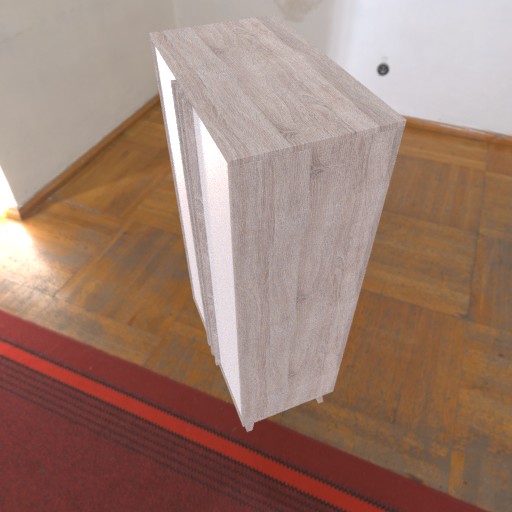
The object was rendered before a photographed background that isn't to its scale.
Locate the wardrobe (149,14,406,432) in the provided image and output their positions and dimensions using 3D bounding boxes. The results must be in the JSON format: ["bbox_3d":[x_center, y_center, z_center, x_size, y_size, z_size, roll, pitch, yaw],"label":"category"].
[{"bbox_3d":[0.000,0.000,2.319,0.600,1.960,1.000,-16,49,-15],"label":"wardrobe"}]
